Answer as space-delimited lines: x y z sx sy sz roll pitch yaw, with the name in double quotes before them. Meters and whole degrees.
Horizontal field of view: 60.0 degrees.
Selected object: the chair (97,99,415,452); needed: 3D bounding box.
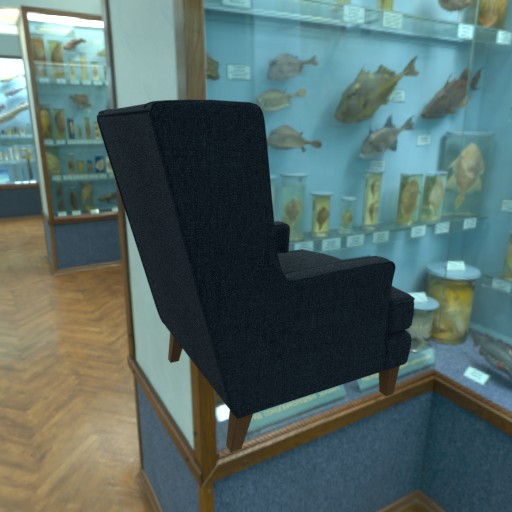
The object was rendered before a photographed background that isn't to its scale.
"chair" 0.000 0.000 1.684 0.947 1.072 0.764 -8 18 -27
